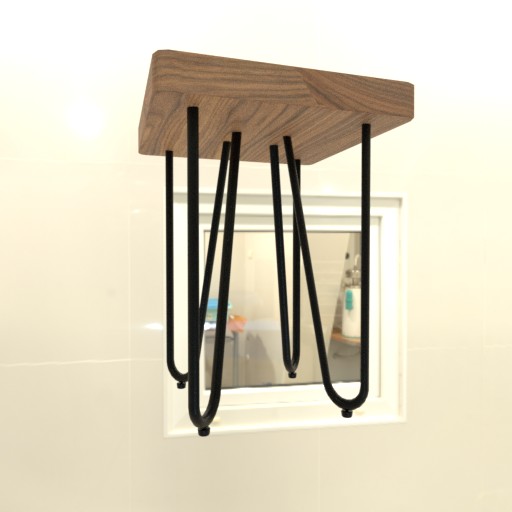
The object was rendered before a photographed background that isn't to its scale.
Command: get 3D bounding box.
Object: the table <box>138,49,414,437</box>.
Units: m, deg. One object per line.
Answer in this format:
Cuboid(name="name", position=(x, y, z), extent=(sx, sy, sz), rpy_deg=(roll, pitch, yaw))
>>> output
Cuboid(name="table", position=(0.000, 0.000, 0.976), extent=(0.479, 0.641, 0.480), rpy_deg=(0, 1, -18))
